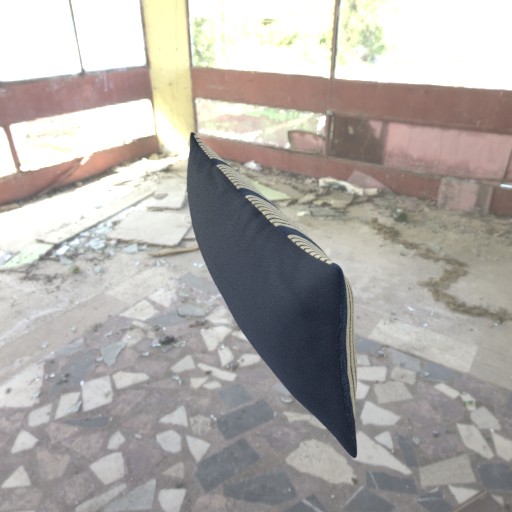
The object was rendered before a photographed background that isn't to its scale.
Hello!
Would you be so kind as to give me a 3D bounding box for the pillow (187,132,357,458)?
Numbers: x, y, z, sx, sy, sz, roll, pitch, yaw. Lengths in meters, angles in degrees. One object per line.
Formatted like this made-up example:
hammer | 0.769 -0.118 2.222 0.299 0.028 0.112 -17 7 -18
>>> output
pillow | 0.000 0.000 0.739 0.156 0.292 0.608 -10 30 -18
